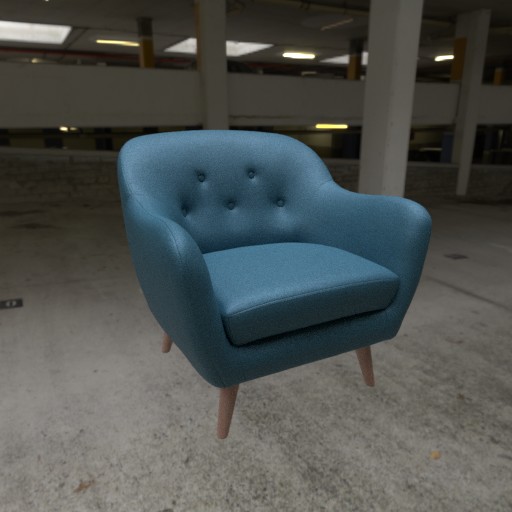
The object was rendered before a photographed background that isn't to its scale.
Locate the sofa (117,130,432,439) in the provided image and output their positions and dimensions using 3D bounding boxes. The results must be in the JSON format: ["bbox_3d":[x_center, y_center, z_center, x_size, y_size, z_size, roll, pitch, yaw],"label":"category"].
[{"bbox_3d":[0.000,0.000,1.526,0.836,0.817,0.825,-9,19,-27],"label":"sofa"}]
